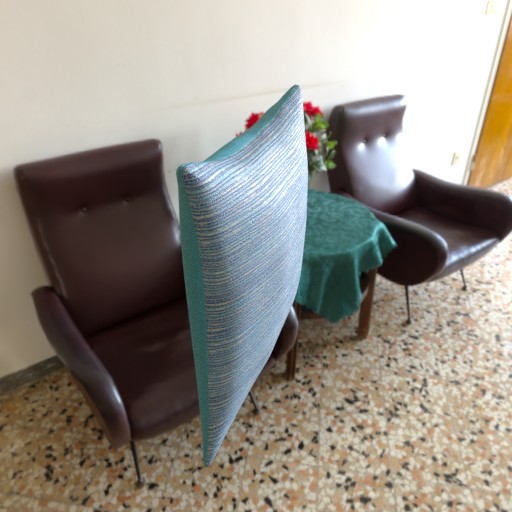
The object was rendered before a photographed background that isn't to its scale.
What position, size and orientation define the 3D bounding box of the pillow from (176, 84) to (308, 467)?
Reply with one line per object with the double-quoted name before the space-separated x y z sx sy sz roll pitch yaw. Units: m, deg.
"pillow" 0.000 0.000 0.782 0.150 0.497 0.514 10 33 15
